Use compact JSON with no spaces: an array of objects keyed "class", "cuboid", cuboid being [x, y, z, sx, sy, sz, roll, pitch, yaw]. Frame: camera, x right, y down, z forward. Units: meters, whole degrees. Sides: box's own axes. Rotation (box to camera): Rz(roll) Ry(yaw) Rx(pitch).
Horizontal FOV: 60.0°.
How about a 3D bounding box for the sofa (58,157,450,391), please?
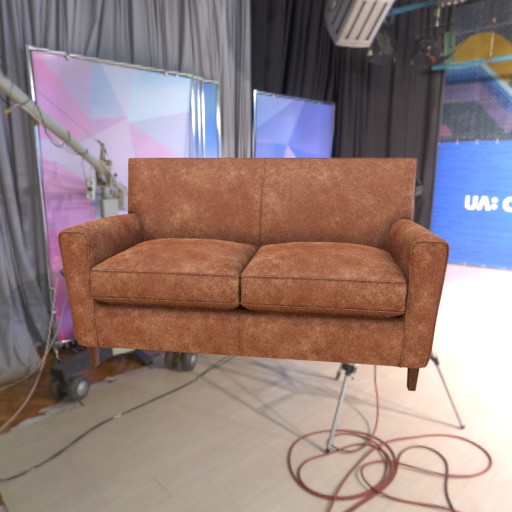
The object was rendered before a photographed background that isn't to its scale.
[{"class":"sofa","cuboid":[0.000,0.000,2.013,1.473,0.871,0.787,2,13,8]}]
